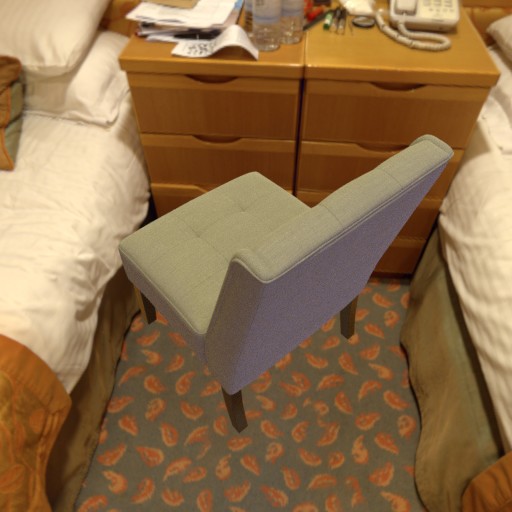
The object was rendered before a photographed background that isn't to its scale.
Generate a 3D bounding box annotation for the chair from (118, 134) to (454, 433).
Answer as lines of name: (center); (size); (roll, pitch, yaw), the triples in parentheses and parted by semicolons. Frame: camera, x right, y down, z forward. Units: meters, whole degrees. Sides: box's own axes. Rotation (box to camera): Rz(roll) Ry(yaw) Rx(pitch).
chair: (0.000, 0.000, 1.291); (0.569, 0.853, 0.676); (-33, 55, -26)
